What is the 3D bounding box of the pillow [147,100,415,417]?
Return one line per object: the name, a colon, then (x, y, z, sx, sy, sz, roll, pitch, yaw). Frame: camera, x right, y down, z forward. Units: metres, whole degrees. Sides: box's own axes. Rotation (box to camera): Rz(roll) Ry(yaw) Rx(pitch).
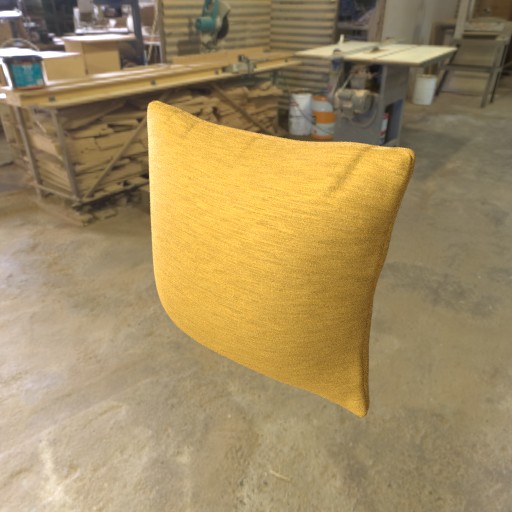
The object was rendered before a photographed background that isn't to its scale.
pillow: (0.000, 0.000, 0.692, 0.435, 0.417, 0.247, 22, 37, 32)
